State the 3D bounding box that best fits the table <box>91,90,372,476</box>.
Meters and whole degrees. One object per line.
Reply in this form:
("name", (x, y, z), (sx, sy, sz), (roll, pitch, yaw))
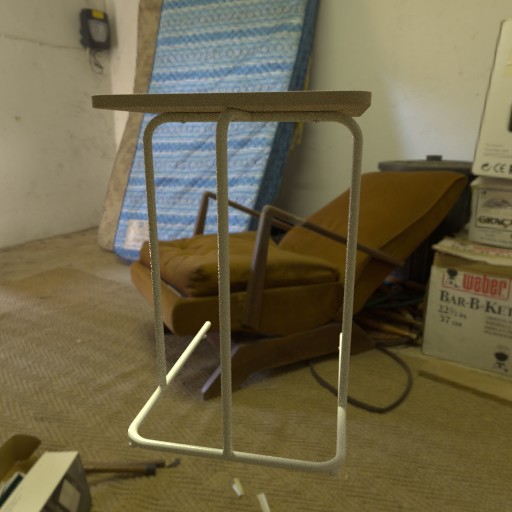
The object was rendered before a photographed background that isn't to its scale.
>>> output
("table", (0.000, 0.000, 0.847), (0.370, 0.550, 0.480), (3, 16, 11))
